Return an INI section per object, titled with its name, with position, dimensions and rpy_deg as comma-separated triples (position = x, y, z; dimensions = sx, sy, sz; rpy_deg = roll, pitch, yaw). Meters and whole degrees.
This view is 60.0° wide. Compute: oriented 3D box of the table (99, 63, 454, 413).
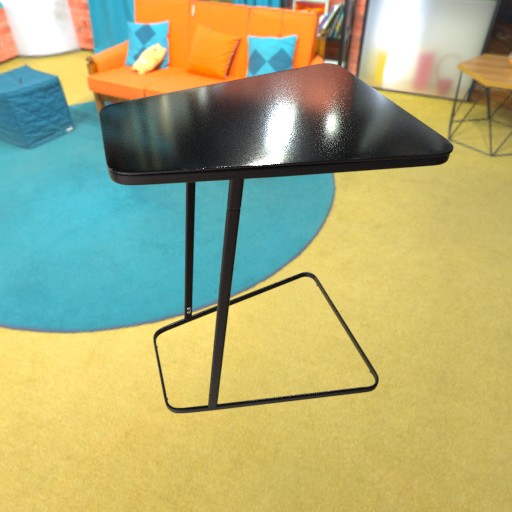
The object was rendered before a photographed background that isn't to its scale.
[table]
position = 0.000, 0.000, 0.946
dimensions = 0.500, 0.624, 0.427
rpy_deg = -12, 42, -14
